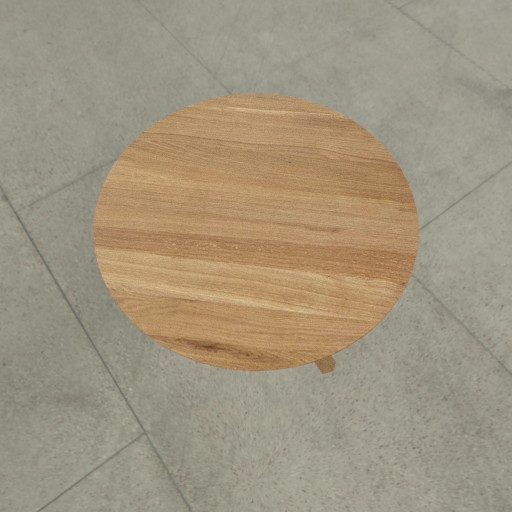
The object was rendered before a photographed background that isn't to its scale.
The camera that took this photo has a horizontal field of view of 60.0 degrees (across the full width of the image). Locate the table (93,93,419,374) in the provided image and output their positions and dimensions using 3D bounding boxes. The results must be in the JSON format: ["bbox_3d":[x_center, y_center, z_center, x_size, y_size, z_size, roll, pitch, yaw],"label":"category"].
[{"bbox_3d":[0.000,0.000,1.727,1.038,0.666,1.038,0,63,0],"label":"table"}]
